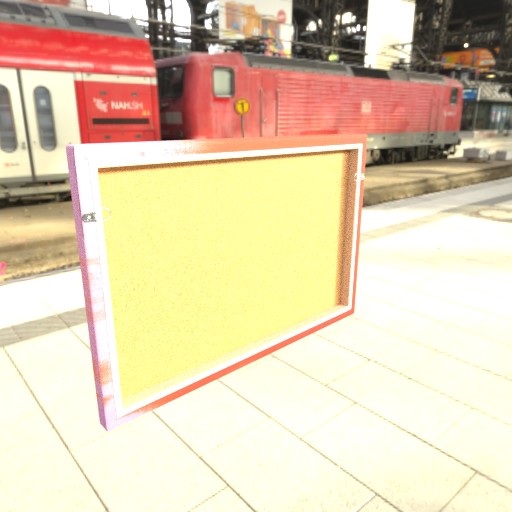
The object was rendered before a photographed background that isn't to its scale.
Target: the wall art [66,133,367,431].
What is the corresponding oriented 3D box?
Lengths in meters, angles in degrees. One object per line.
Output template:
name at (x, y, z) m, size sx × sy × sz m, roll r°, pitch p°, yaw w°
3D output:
wall art at (0.000, 0.000, 1.182) m, size 0.913 × 0.609 × 0.040 m, roll -15°, pitch 23°, yaw -40°
